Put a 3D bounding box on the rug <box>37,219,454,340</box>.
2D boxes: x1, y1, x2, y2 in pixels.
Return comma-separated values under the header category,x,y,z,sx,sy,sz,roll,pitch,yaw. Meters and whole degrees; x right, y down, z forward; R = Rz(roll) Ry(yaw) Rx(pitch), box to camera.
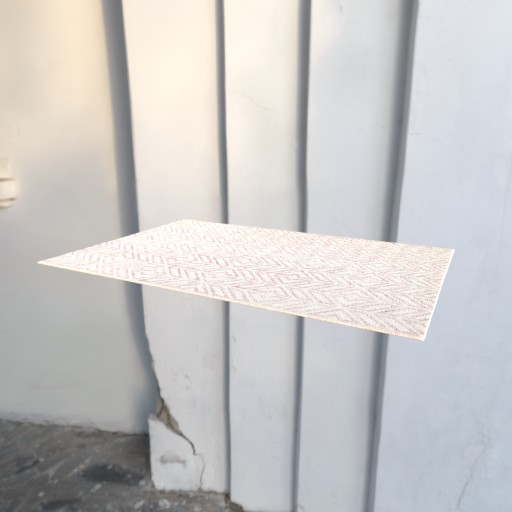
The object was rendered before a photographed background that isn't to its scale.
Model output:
category,x,y,z,sx,sy,sz,roll,pitch,yaw
rug,0.000,0.000,2.324,1.828,0.007,1.220,8,18,26
